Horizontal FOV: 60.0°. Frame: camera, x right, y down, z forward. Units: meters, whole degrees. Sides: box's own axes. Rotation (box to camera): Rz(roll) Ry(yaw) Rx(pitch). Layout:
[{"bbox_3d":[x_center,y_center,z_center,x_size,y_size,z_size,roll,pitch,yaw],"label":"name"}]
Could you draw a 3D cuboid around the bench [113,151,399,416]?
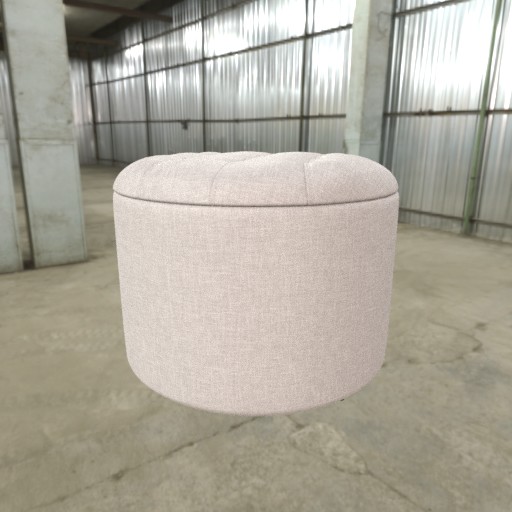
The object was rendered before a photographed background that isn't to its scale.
[{"bbox_3d":[0.000,0.000,1.008,0.600,0.453,0.600,0,15,0],"label":"bench"}]
